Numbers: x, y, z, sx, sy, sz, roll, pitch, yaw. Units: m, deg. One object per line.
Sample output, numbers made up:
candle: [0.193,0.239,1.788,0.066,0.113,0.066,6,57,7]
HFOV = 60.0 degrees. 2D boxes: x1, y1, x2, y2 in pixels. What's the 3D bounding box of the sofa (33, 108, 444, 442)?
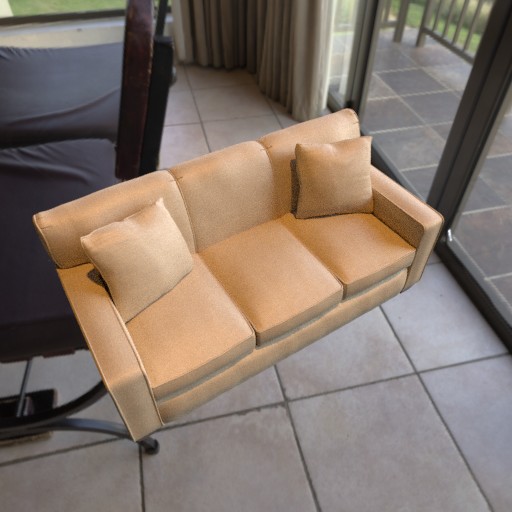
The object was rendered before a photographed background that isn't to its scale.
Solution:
sofa: [0.000,0.000,2.563,2.024,0.958,0.997,-24,51,-22]
